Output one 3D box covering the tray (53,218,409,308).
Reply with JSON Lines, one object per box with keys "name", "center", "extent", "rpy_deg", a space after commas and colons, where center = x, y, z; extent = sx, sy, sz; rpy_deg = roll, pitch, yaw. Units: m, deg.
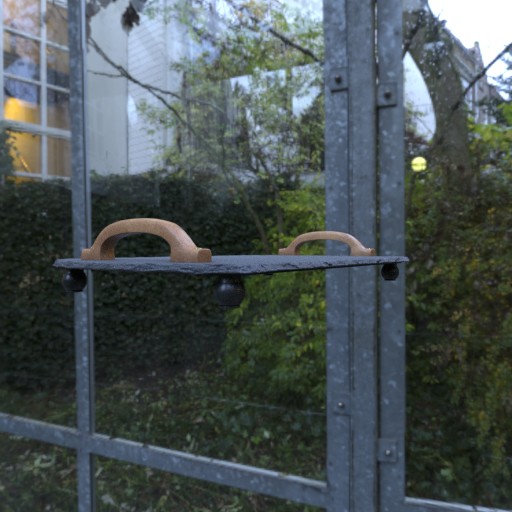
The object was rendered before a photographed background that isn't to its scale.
{"name": "tray", "center": [0.000, 0.000, 0.470], "extent": [0.231, 0.062, 0.387], "rpy_deg": [1, 1, 36]}
